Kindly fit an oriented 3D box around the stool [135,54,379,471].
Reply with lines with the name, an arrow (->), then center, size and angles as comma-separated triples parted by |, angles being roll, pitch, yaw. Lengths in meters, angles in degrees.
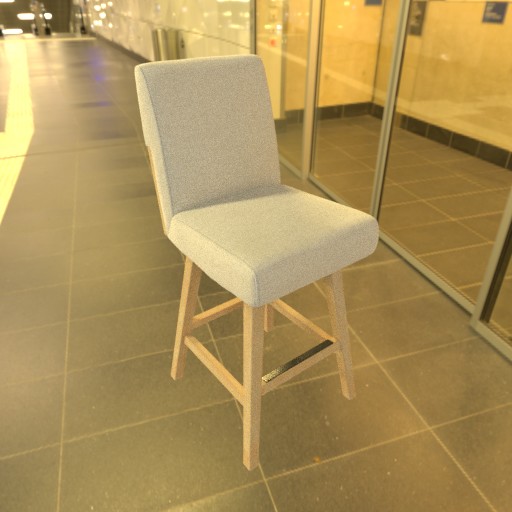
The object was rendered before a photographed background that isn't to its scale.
stool -> 0.000, 0.000, 1.284 | 0.446, 1.015, 0.543 | -21, 37, -32
